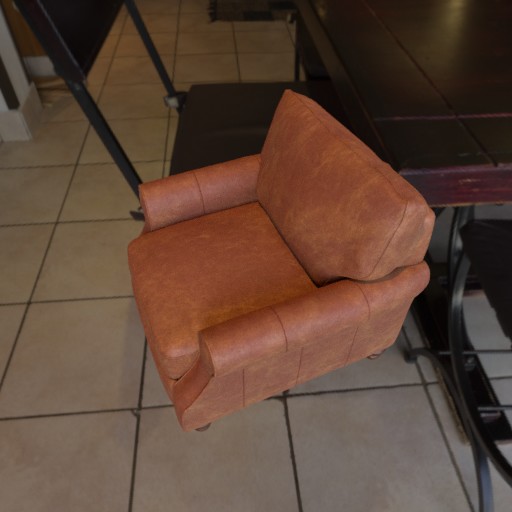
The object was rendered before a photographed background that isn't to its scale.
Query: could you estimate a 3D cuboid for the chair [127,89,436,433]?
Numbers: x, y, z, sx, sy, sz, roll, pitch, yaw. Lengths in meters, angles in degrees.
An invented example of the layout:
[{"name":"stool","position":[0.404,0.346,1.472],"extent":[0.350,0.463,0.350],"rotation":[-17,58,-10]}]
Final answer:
[{"name":"chair","position":[0.000,0.000,1.769],"extent":[0.986,0.962,0.983],"rotation":[-17,48,-16]}]
